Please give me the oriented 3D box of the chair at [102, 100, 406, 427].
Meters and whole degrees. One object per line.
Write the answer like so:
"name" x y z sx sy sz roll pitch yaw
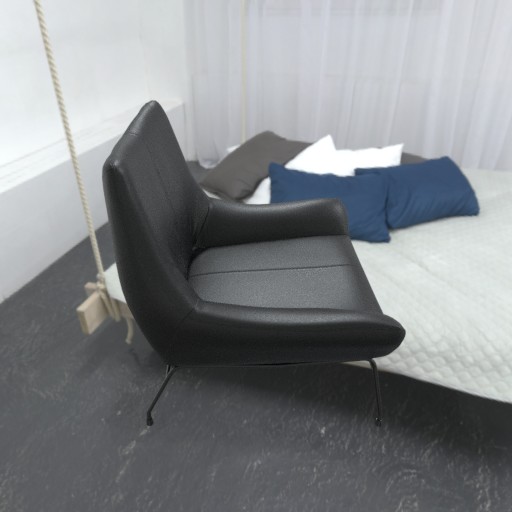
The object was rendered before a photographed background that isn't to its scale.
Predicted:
"chair" 0.000 0.000 1.548 0.826 0.922 0.836 -1 32 -2
